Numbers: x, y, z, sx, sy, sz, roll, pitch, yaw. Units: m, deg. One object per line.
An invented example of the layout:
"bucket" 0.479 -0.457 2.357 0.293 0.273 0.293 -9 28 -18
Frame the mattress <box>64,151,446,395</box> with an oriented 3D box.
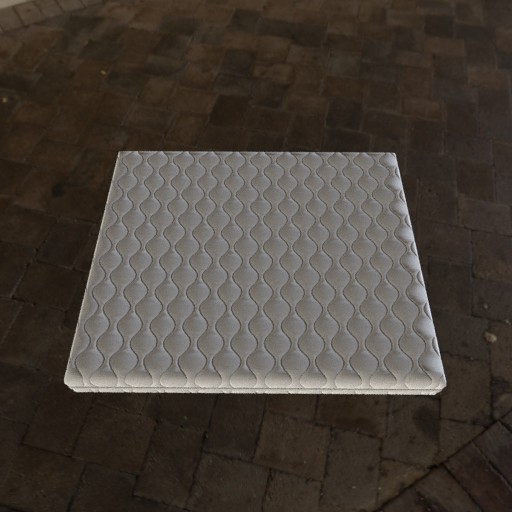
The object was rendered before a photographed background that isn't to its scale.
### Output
"mattress" 0.000 0.000 2.669 1.900 0.200 1.600 0 58 0
